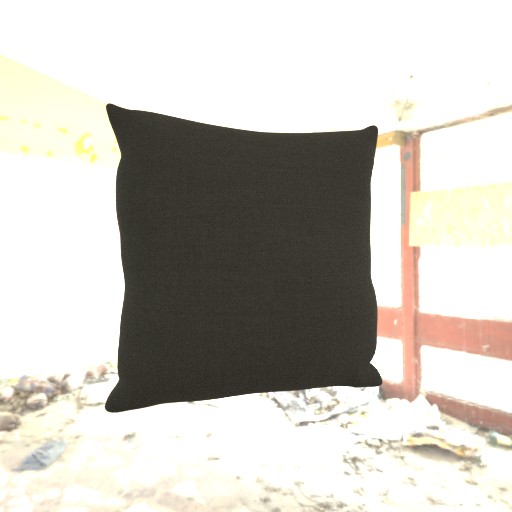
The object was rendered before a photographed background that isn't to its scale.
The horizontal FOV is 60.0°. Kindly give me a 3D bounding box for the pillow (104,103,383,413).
[{"bbox_3d":[0.000,0.000,0.778,0.503,0.496,0.208,0,0,-17],"label":"pillow"}]
